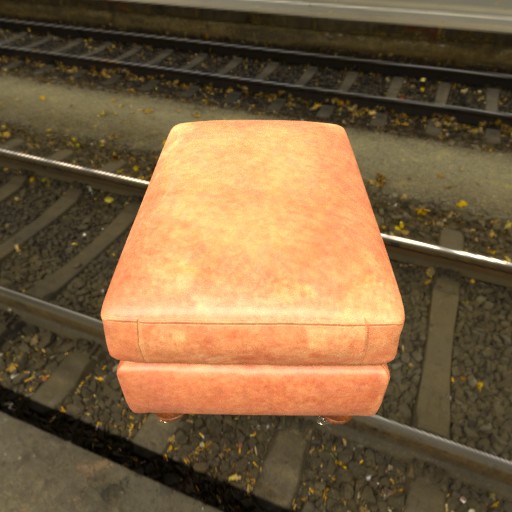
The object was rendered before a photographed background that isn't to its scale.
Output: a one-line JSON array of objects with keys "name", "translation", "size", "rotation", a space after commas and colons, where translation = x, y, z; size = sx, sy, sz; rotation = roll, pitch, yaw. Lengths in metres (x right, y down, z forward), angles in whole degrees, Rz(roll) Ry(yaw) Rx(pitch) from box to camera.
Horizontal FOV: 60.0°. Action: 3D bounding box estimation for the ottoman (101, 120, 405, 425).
[{"name": "ottoman", "translation": [0.000, 0.000, 1.192], "size": [0.565, 0.507, 0.852], "rotation": [1, 40, 1]}]
